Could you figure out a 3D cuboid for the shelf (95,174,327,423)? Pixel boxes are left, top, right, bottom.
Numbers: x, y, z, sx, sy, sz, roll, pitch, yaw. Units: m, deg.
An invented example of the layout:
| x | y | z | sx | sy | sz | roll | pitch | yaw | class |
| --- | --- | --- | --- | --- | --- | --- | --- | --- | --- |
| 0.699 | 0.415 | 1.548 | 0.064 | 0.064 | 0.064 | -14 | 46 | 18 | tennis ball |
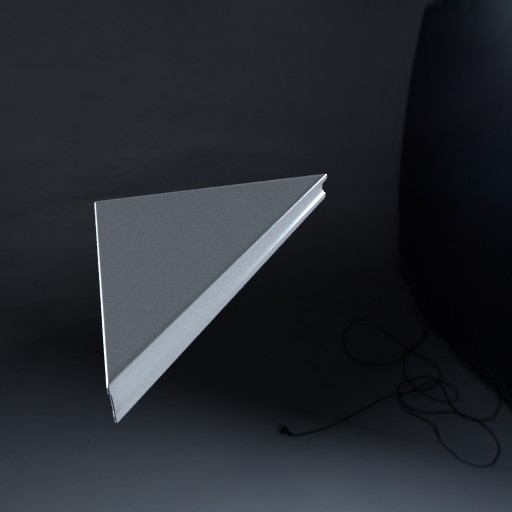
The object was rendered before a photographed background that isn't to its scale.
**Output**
| x | y | z | sx | sy | sz | roll | pitch | yaw | class |
| --- | --- | --- | --- | --- | --- | --- | --- | --- | --- |
| 0.000 | 0.000 | 0.442 | 0.296 | 0.035 | 0.296 | -10 | 32 | -16 | shelf |
